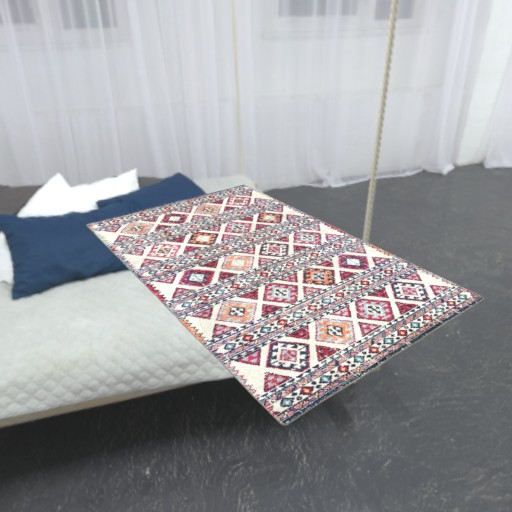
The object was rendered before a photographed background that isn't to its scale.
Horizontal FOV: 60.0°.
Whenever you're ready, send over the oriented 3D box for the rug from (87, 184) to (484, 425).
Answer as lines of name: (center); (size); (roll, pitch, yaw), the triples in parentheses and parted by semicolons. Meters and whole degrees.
rug: (0.000, 0.000, 3.050); (1.545, 0.010, 2.440); (-20, 35, -32)
